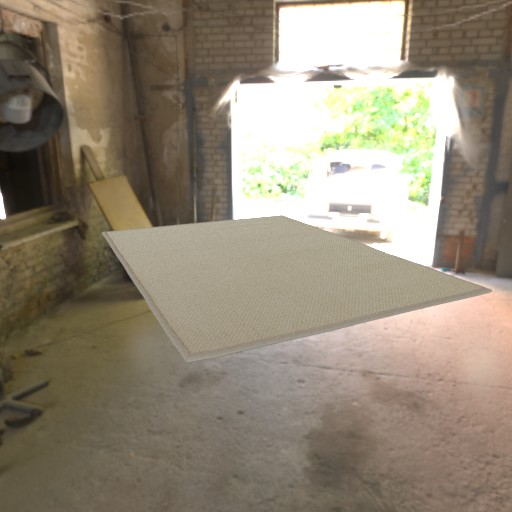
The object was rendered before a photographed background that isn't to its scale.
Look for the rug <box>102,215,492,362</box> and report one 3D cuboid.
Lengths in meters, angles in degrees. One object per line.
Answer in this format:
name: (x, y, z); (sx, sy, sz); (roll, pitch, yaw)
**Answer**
rug: (0.000, 0.000, 2.688); (1.525, 0.020, 2.081); (-8, 18, -25)
